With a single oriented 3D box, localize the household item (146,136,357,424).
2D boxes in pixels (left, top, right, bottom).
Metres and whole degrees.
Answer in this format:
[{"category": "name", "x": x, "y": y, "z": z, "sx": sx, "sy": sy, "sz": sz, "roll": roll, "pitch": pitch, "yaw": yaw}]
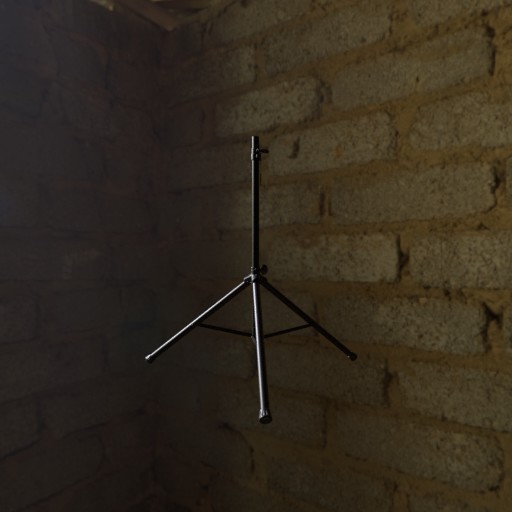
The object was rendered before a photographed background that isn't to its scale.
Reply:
[{"category": "household item", "x": 0.000, "y": 0.000, "z": 2.730, "sx": 1.596, "sy": 1.595, "sz": 1.339, "roll": 0, "pitch": 0, "yaw": -2}]
